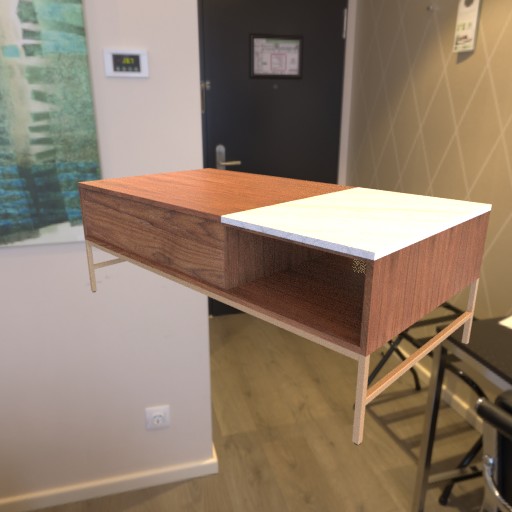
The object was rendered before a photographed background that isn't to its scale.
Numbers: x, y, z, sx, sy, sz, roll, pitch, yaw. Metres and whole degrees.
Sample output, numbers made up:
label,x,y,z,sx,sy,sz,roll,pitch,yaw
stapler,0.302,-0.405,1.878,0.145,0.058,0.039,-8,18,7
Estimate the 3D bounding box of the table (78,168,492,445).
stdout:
label,x,y,z,sx,sy,sz,roll,pitch,yaw
table,0.000,0.000,1.898,1.553,0.551,0.789,17,24,42
